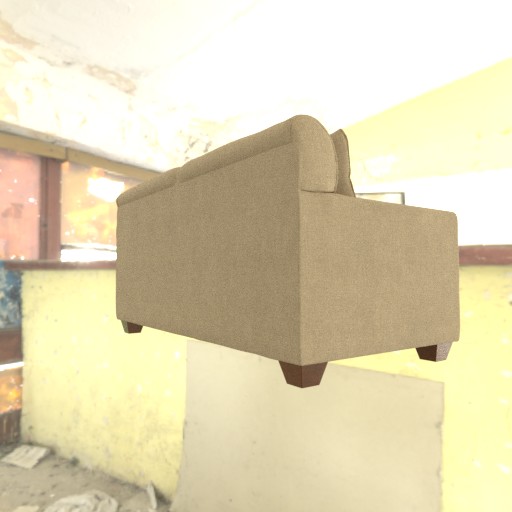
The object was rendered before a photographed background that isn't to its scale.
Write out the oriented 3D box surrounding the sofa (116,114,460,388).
[{"bbox_3d":[0.000,0.000,2.451,0.998,0.958,1.846,2,-3,-35],"label":"sofa"}]
